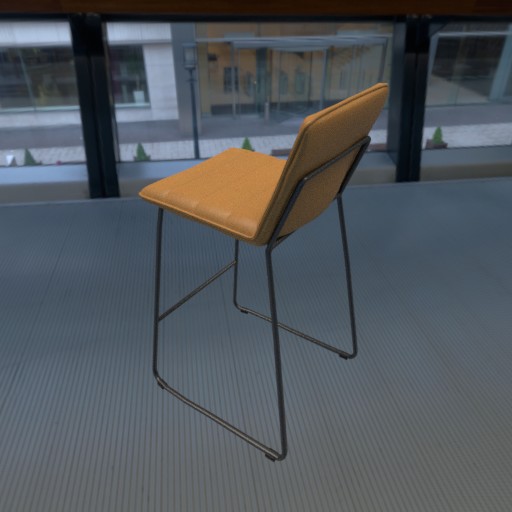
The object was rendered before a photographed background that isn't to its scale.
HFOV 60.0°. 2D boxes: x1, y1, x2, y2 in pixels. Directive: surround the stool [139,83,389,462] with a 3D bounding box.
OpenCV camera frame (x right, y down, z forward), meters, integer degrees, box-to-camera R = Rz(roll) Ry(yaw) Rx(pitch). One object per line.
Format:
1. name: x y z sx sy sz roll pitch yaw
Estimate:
1. stool: 0.000 0.000 1.254 0.524 0.936 0.489 21 38 29
